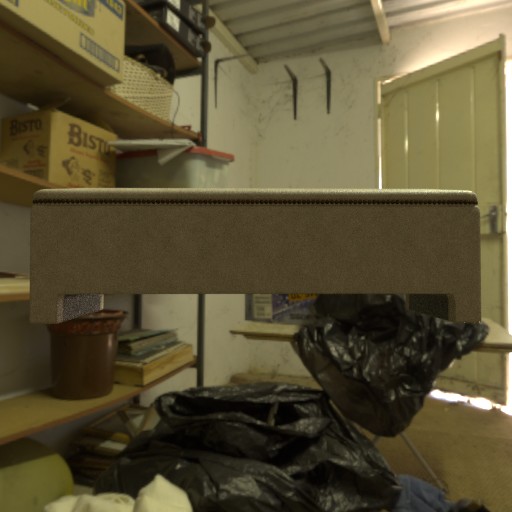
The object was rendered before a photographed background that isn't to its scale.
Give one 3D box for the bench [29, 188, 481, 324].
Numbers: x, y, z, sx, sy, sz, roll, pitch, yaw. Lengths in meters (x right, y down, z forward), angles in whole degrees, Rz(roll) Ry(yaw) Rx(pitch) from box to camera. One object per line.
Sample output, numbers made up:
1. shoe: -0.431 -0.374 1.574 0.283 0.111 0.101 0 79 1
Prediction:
1. bench: 0.000 0.000 1.664 1.482 0.447 0.470 0 -1 -1
